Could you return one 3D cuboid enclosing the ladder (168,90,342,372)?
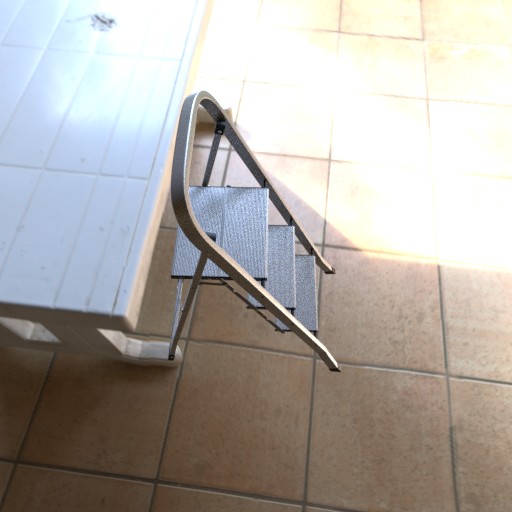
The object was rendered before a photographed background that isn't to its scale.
[{"bbox_3d":[0.000,0.000,1.429,0.704,1.070,0.465,1,62,1],"label":"ladder"}]
